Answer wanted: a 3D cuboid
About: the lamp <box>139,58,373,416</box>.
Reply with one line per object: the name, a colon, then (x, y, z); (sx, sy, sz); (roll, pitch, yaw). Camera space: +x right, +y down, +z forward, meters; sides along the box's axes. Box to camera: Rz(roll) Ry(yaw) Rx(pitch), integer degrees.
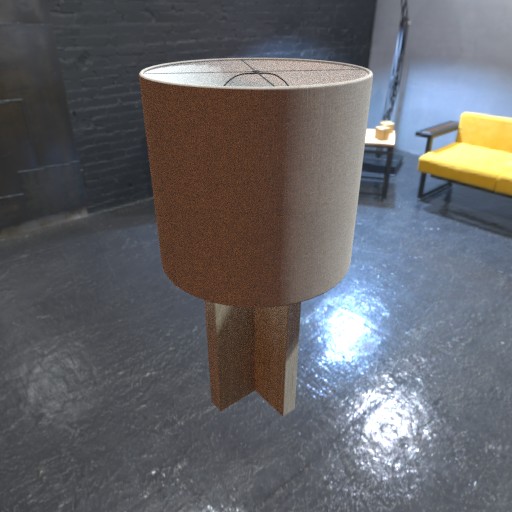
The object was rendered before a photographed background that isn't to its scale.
lamp: (0.000, 0.000, 0.548); (0.229, 0.428, 0.229); (-22, 36, -33)
